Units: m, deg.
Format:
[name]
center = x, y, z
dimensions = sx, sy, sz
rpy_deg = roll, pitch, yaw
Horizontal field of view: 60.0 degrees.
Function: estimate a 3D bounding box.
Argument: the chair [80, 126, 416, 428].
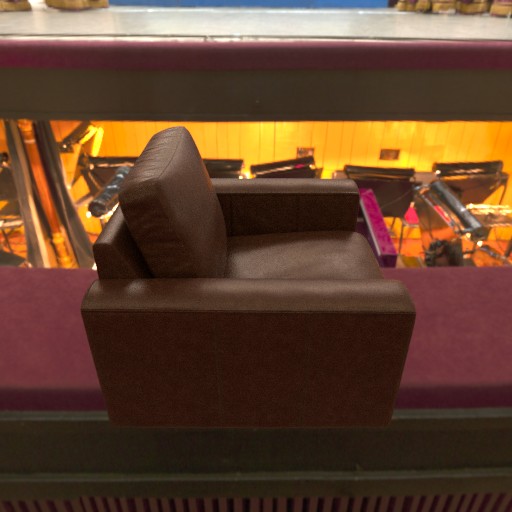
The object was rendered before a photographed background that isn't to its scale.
[chair]
center = 0.000, 0.000, 1.756
dimensions = 1.016, 0.873, 1.005
rpy_deg = 0, 32, 0
